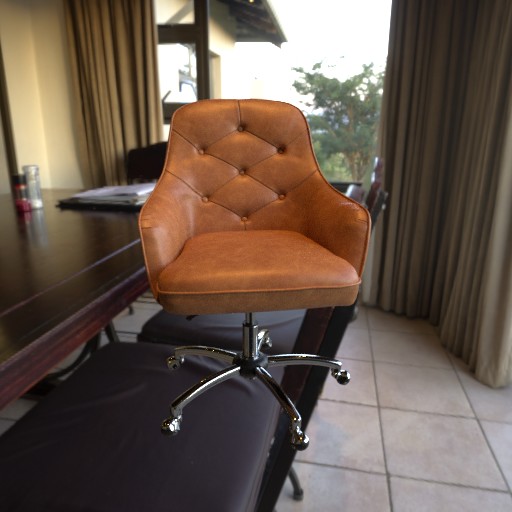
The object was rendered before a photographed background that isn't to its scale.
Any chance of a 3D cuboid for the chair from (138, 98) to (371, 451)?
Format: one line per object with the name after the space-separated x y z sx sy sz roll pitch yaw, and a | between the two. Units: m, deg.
0.000 0.000 1.311 0.628 0.909 0.615 -2 17 -8 | chair
